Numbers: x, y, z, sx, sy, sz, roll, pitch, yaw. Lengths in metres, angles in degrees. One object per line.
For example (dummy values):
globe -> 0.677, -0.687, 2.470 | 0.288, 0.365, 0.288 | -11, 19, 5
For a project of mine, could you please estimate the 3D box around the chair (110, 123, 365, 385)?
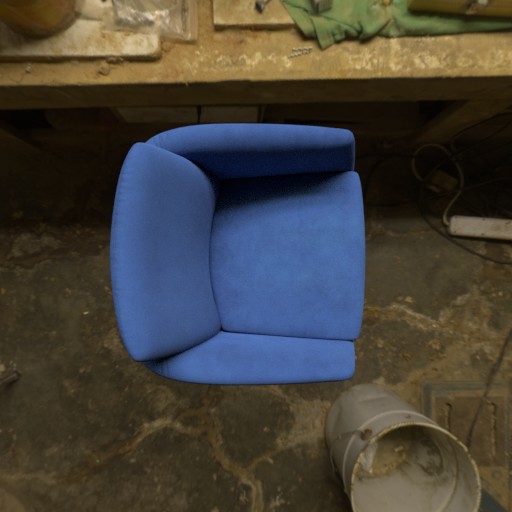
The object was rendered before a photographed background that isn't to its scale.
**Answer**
chair -> 0.000, 0.000, 1.331 | 0.635, 0.908, 0.641 | 0, 89, 0
